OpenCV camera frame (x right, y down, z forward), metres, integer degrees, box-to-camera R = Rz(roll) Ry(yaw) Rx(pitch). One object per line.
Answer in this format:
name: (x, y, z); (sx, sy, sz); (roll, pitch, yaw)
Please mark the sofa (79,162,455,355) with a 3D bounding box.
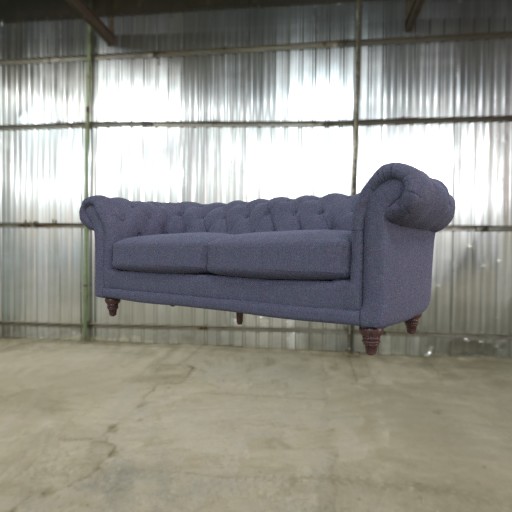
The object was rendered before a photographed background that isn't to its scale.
sofa: (0.000, 0.000, 2.822); (2.335, 0.836, 1.046); (1, 2, 36)
